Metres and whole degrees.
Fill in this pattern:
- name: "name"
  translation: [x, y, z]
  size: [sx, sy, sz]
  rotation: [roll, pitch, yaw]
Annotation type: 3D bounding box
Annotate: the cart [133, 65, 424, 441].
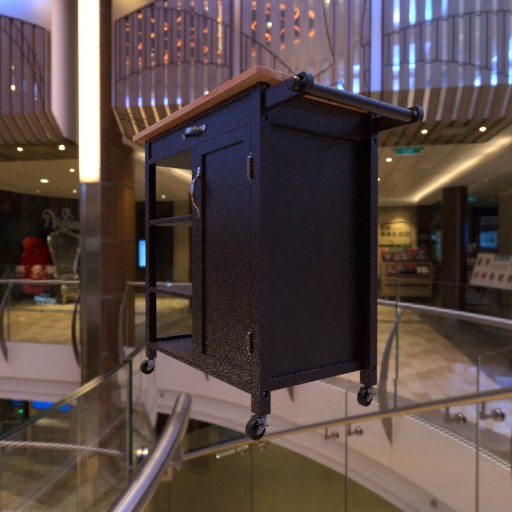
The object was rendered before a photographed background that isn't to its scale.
- name: "cart"
  translation: [0.000, 0.000, 1.417]
  size: [0.472, 0.878, 0.914]
  rotation: [-1, 1, -35]
